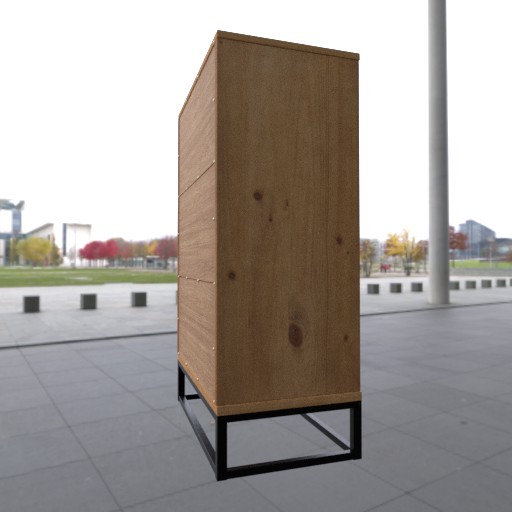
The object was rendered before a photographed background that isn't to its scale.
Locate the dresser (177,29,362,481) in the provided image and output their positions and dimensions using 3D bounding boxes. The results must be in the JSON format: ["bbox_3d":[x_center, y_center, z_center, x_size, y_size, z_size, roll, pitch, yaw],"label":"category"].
[{"bbox_3d":[0.000,0.000,1.646,0.479,1.240,0.761,0,-1,-18],"label":"dresser"}]
